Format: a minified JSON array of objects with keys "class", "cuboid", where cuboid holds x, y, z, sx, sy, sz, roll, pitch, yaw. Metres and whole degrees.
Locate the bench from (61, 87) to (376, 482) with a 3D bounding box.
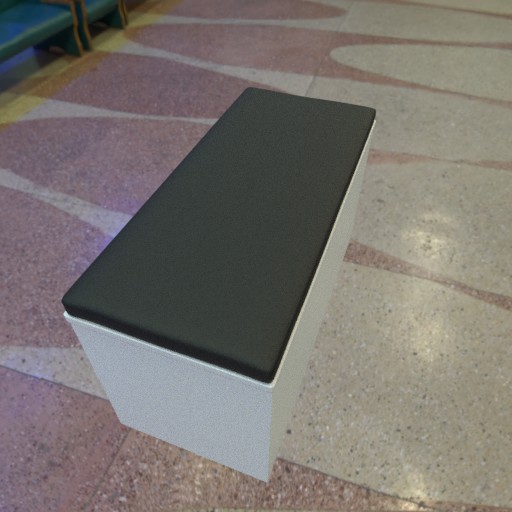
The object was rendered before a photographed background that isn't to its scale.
[{"class":"bench","cuboid":[0.000,0.000,1.184,0.401,0.500,0.899,15,48,14]}]
